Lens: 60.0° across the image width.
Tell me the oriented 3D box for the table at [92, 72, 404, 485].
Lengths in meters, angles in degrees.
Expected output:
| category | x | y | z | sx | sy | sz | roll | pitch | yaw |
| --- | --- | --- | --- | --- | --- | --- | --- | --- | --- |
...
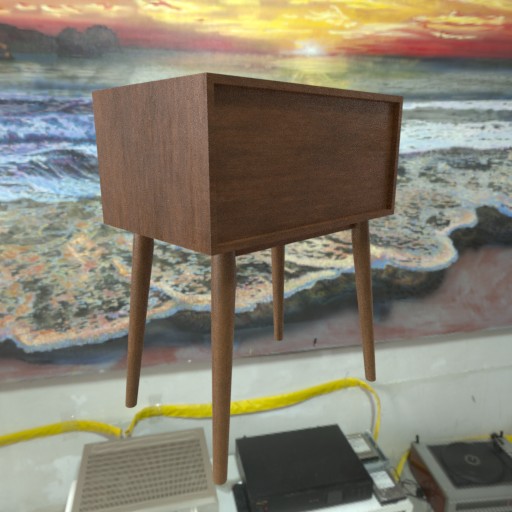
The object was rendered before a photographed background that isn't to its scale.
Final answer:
| category | x | y | z | sx | sy | sz | roll | pitch | yaw |
| --- | --- | --- | --- | --- | --- | --- | --- | --- | --- |
| table | 0.000 | 0.000 | 0.842 | 0.454 | 0.580 | 0.307 | -14 | 20 | -42 |
